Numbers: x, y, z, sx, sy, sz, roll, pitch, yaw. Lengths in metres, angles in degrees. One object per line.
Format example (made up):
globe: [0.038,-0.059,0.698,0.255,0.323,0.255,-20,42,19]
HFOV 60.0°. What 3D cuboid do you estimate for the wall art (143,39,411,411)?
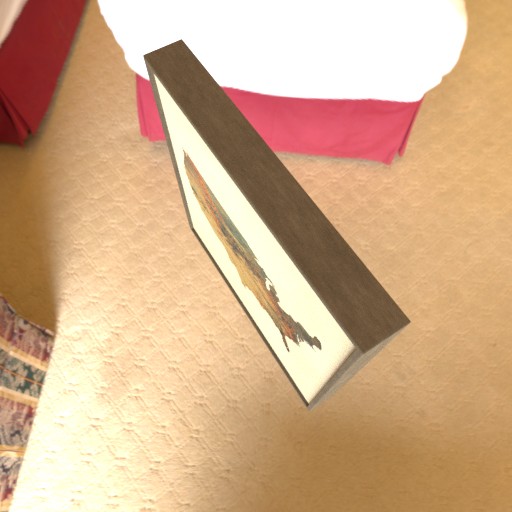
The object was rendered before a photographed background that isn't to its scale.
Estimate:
wall art: [0.000,0.000,0.463,0.038,0.302,0.303,-30,68,-13]
